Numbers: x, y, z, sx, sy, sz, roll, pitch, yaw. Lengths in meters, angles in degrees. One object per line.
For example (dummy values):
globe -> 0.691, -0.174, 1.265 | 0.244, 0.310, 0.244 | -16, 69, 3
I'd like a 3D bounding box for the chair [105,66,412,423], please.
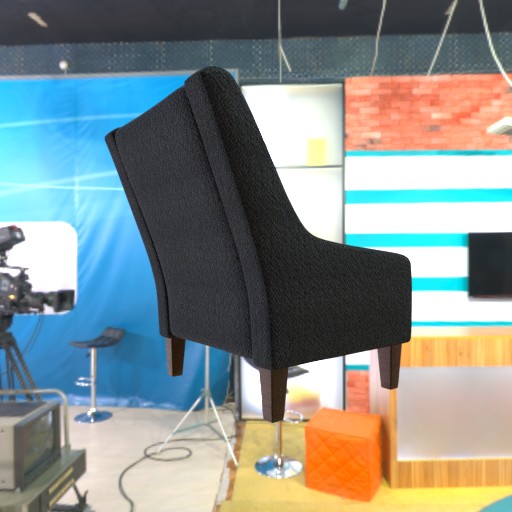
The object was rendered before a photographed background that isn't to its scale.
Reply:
chair -> 0.000, 0.000, 1.735 | 0.944, 1.012, 0.793 | 1, -1, -37
